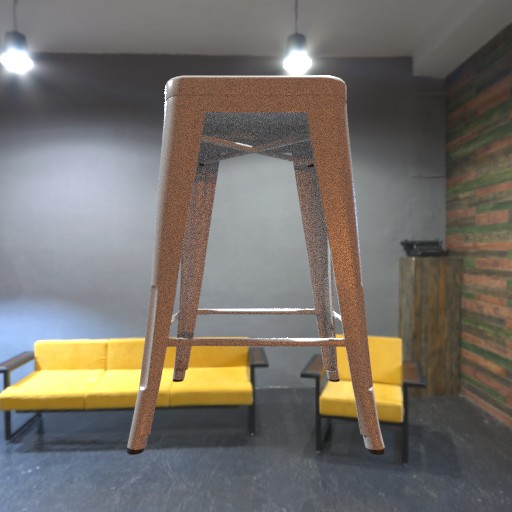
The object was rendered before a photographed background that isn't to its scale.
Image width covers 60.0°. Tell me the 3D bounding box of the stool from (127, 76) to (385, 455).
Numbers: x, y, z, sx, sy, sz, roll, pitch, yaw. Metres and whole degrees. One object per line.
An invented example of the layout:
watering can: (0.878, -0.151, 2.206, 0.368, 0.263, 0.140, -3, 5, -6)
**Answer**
stool: (0.000, 0.000, 0.884, 0.406, 0.610, 0.406, 0, 1, 0)
